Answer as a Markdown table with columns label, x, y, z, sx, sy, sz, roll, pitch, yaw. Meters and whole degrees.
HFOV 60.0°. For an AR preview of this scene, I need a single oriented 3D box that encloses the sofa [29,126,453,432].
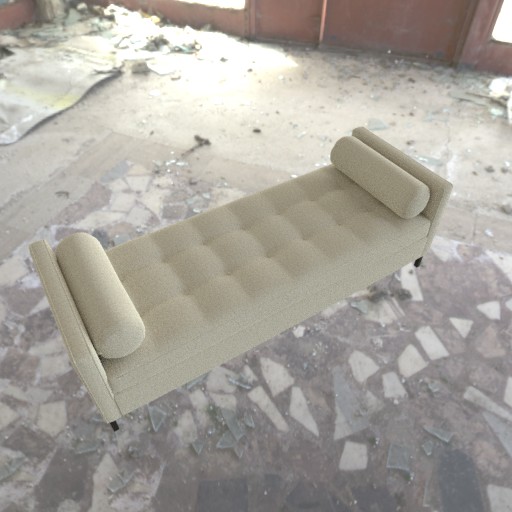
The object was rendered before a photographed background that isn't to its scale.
| label | x | y | z | sx | sy | sz | roll | pitch | yaw |
| --- | --- | --- | --- | --- | --- | --- | --- | --- | --- |
| sofa | 0.000 | 0.000 | 2.353 | 1.985 | 0.641 | 0.746 | -24 | 50 | -22 |
